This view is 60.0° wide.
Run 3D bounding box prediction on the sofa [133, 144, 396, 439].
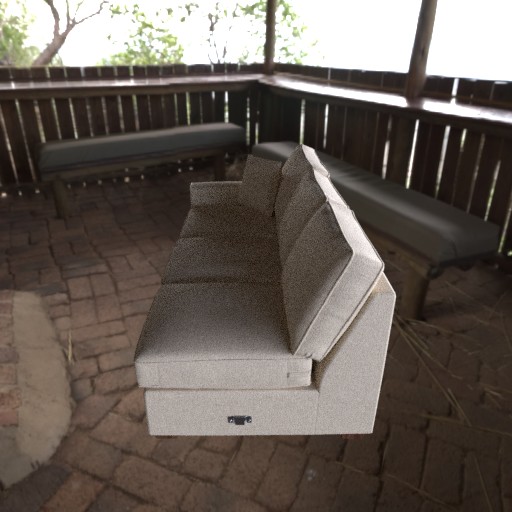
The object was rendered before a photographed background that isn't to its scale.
[{"bbox_3d":[0.000,0.000,2.628,1.034,0.946,1.962,0,26,-1],"label":"sofa"}]
